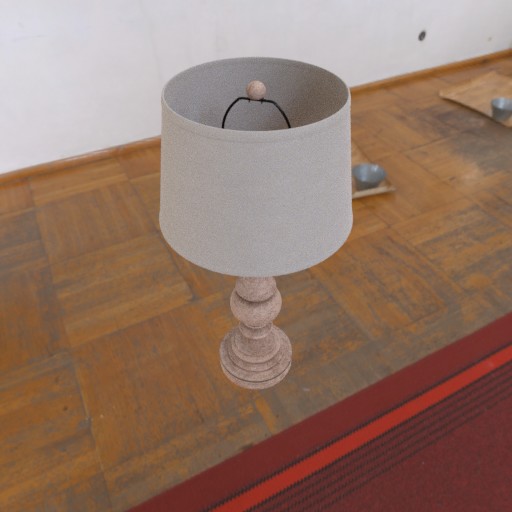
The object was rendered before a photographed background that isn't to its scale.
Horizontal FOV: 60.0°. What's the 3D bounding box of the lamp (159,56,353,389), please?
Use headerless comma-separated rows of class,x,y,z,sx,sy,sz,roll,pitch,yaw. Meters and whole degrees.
lamp,0.000,0.000,0.863,0.340,0.678,0.340,0,42,0
